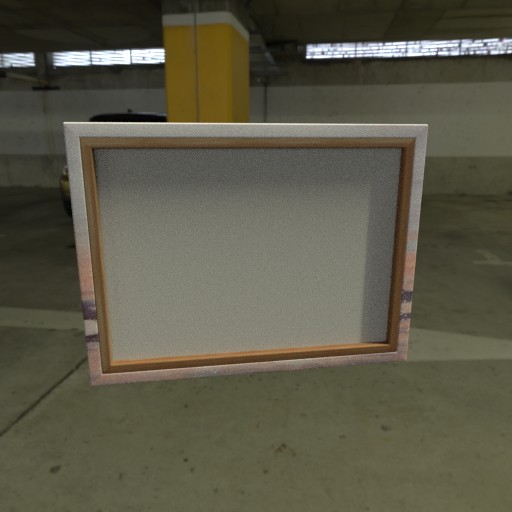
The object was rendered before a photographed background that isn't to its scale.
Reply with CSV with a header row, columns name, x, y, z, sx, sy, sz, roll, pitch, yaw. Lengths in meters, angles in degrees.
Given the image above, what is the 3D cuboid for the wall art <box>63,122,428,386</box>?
name,x,y,z,sx,sy,sz,roll,pitch,yaw
wall art,0.000,0.000,1.331,1.015,0.763,0.038,-2,15,-9
